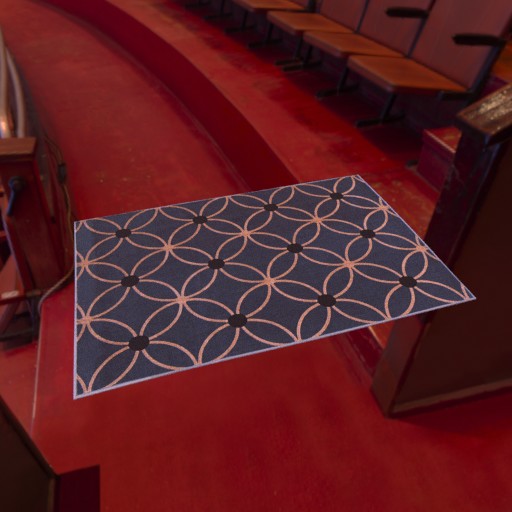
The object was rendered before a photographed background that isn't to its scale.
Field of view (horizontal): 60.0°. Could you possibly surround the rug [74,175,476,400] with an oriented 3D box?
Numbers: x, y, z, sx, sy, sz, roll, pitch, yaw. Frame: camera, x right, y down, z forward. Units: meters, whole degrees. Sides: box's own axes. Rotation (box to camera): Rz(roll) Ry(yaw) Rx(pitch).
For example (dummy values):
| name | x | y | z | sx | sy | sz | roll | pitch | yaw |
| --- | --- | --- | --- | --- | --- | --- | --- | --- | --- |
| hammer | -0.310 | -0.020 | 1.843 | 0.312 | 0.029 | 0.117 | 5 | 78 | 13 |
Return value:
| name | x | y | z | sx | sy | sz | roll | pitch | yaw |
| --- | --- | --- | --- | --- | --- | --- | --- | --- | --- |
| rug | 0.000 | 0.000 | 2.918 | 2.284 | 0.008 | 1.522 | -11 | 41 | -13 |
